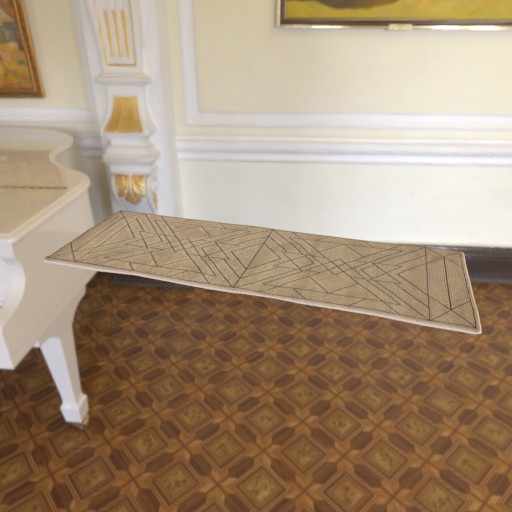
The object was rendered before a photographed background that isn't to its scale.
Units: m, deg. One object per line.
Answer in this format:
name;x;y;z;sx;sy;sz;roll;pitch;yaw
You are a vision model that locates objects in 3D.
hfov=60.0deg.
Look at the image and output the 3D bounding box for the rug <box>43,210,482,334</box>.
rug;0.000;0.000;2.645;2.381;0.036;0.831;8;28;15
